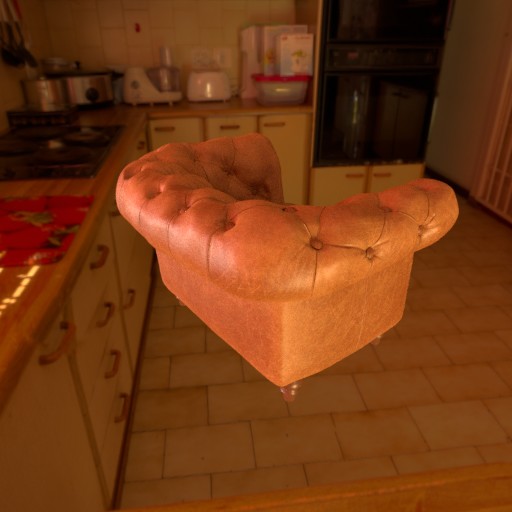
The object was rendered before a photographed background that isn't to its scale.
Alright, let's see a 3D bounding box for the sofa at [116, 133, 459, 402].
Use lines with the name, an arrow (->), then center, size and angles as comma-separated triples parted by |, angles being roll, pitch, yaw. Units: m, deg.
sofa -> 0.000, 0.000, 2.095 | 1.033, 0.878, 1.405 | -19, 33, -33
